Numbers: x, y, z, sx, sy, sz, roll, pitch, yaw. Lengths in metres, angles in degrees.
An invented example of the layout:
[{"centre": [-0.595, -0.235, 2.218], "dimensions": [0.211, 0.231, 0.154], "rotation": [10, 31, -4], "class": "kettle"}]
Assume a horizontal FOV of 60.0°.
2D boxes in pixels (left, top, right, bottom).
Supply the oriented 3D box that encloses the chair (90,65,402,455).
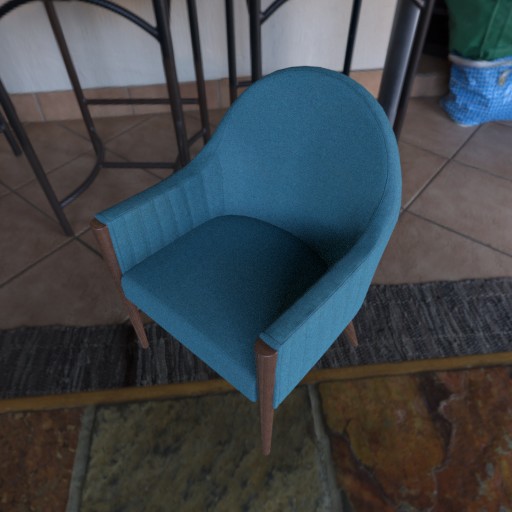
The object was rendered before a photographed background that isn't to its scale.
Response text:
[{"centre": [0.000, 0.000, 1.323], "dimensions": [0.656, 0.907, 0.652], "rotation": [32, 54, 27], "class": "chair"}]
